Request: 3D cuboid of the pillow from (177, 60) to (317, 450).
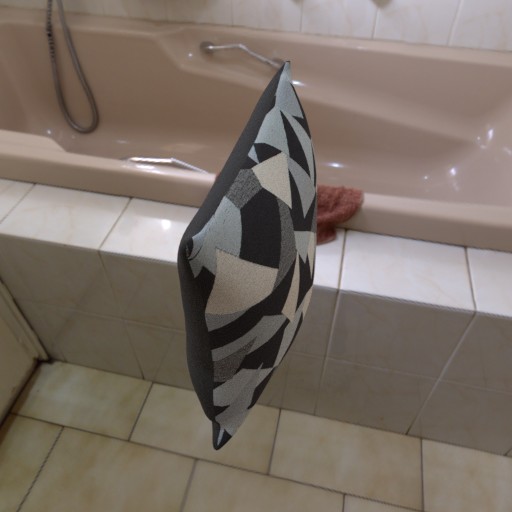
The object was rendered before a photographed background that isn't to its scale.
[{"bbox_3d":[0.000,0.000,0.774,0.208,0.496,0.503,11,47,11],"label":"pillow"}]
